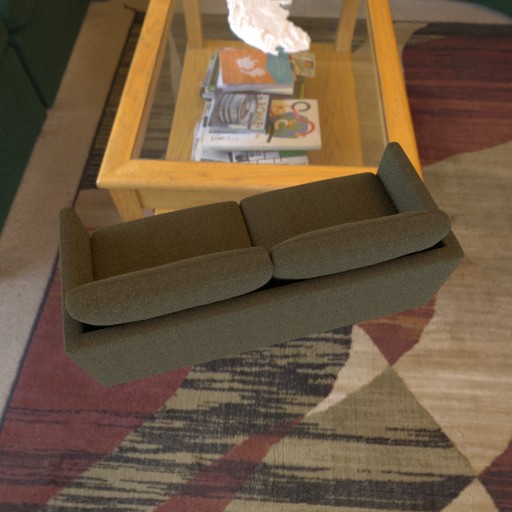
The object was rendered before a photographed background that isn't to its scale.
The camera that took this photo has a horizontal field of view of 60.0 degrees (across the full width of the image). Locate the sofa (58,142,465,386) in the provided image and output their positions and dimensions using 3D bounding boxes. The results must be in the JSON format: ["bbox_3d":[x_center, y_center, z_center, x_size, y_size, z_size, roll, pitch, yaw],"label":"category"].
[{"bbox_3d":[0.000,0.000,2.774,2.208,0.965,0.948,-13,60,-8],"label":"sofa"}]
